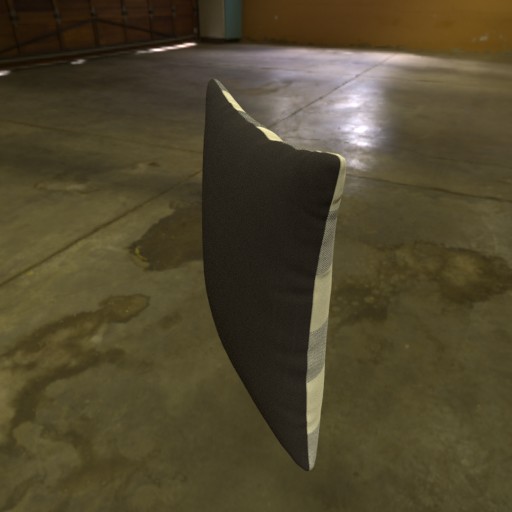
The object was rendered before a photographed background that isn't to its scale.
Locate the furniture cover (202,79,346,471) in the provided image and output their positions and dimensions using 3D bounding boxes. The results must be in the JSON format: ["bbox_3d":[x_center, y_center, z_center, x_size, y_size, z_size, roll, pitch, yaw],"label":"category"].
[{"bbox_3d":[0.000,0.000,0.773,0.161,0.509,0.511,-10,32,-16],"label":"furniture cover"}]
